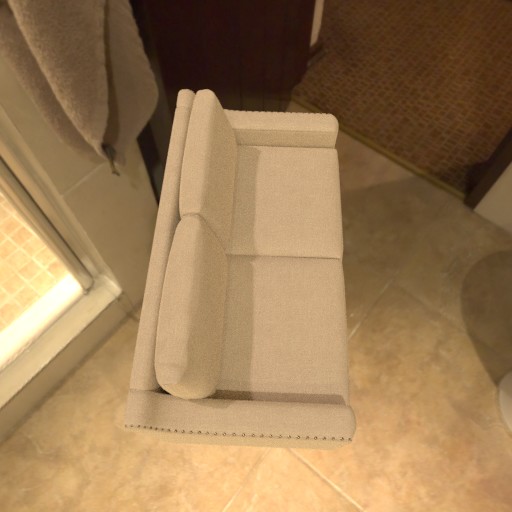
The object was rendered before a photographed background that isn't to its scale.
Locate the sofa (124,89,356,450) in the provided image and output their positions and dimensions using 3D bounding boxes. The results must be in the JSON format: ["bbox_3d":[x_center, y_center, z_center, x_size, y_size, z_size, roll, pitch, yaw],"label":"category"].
[{"bbox_3d":[0.000,0.000,2.728,1.104,0.983,2.107,2,63,1],"label":"sofa"}]
